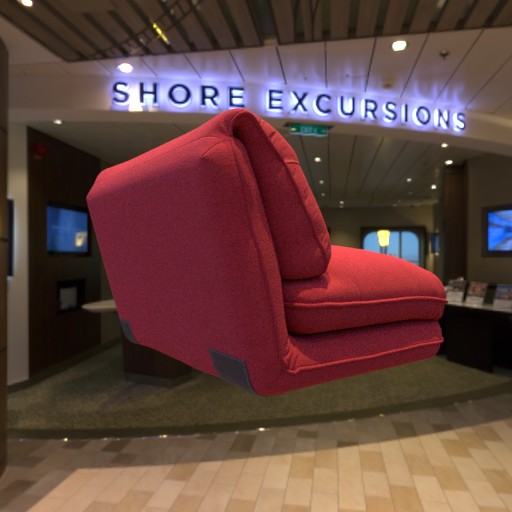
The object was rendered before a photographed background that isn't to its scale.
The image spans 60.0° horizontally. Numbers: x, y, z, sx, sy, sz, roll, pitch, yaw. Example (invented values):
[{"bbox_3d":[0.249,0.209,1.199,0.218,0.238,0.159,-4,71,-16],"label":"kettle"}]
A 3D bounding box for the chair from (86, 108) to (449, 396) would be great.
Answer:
[{"bbox_3d":[0.000,0.000,1.321,0.780,0.580,0.820,0,0,-36],"label":"chair"}]
